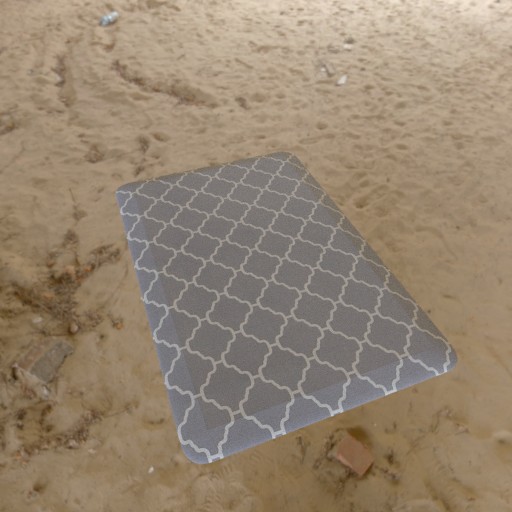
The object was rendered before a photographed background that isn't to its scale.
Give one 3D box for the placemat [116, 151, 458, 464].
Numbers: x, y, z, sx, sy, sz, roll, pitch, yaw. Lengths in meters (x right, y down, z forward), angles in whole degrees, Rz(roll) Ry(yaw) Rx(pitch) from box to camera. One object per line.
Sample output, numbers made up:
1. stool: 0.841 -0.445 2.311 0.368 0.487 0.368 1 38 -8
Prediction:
1. placemat: 0.000 0.000 0.968 0.508 0.021 0.762 -15 47 -15
